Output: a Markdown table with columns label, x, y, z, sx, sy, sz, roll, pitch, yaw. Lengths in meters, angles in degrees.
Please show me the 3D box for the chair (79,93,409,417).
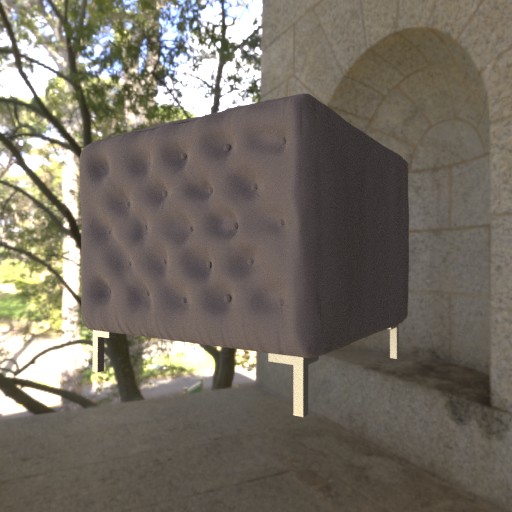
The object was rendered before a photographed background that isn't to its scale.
| label | x | y | z | sx | sy | sz | roll | pitch | yaw |
| --- | --- | --- | --- | --- | --- | --- | --- | --- | --- |
| chair | 0.000 | 0.000 | 1.652 | 0.913 | 0.807 | 0.946 | -1 | -1 | 34 |
